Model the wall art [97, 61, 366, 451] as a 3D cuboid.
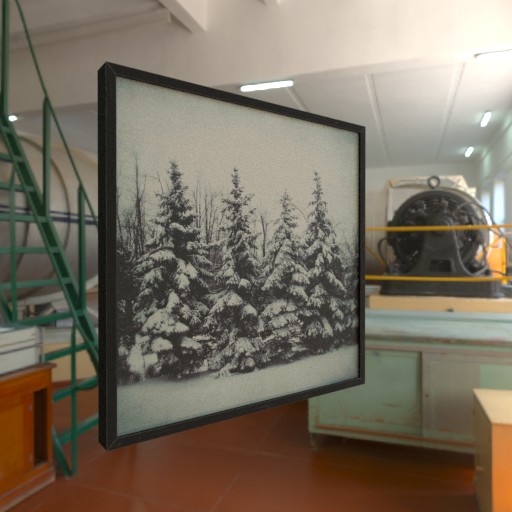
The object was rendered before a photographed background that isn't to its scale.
[{"bbox_3d":[0.000,0.000,0.737,0.506,0.506,0.036,0,1,-36],"label":"wall art"}]
